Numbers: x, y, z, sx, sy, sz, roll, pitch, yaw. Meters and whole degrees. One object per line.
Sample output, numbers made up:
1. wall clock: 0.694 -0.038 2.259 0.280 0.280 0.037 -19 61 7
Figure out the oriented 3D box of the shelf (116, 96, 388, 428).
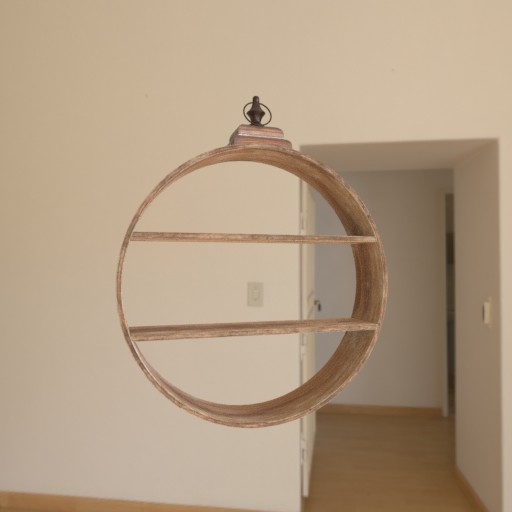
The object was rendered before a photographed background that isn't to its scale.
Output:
1. shelf: 0.000 0.000 0.999 0.601 0.725 0.125 0 -1 -17
